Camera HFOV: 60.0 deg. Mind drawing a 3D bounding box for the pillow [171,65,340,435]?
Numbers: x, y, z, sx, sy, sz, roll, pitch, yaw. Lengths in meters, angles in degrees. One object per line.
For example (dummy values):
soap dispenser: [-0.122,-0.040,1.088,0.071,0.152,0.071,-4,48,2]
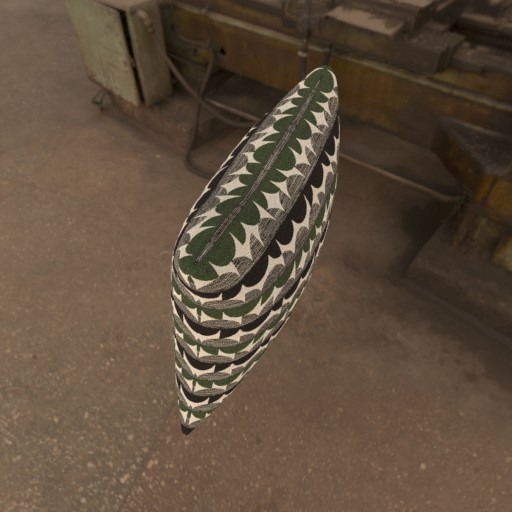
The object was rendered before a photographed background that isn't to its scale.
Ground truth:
pillow: [0.000,0.000,0.643,0.180,0.404,0.419,17,50,15]
